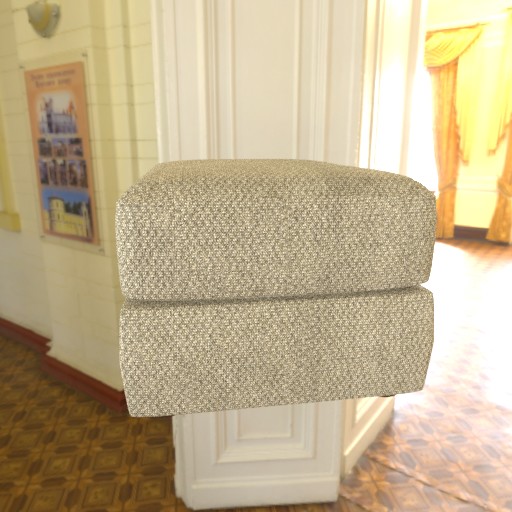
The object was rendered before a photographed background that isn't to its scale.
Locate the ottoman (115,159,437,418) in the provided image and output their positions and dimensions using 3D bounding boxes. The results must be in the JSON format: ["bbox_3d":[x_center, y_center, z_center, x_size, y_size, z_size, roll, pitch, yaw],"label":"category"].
[{"bbox_3d":[0.000,0.000,1.145,0.603,0.476,0.751,-2,15,-9],"label":"ottoman"}]
